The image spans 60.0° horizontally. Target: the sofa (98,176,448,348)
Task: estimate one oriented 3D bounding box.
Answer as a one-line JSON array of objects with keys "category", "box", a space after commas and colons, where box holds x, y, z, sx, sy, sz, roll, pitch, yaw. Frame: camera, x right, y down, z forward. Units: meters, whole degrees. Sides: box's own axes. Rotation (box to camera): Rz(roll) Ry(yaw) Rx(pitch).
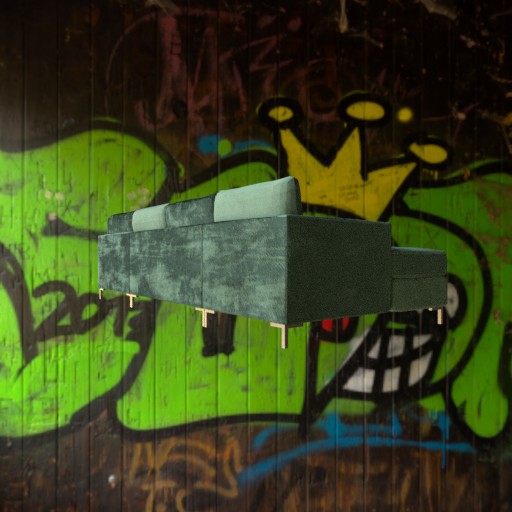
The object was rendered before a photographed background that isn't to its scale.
[{"category": "sofa", "box": [0.000, 0.000, 4.341, 2.055, 0.992, 3.434, 0, 0, -36]}]
